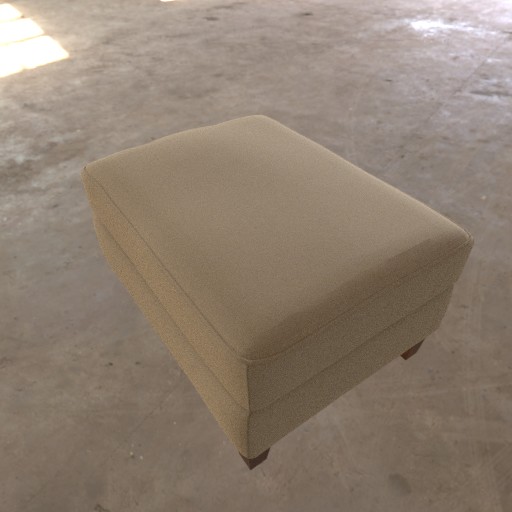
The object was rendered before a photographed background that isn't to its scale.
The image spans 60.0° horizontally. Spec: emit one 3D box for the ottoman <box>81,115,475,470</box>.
[{"bbox_3d":[0.000,0.000,1.189,0.634,0.485,0.818,-25,46,-26],"label":"ottoman"}]
